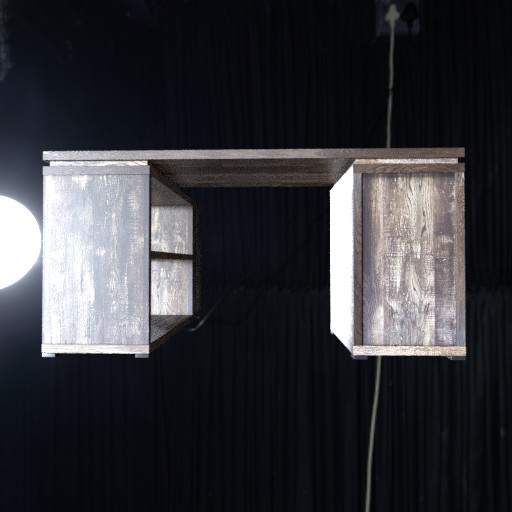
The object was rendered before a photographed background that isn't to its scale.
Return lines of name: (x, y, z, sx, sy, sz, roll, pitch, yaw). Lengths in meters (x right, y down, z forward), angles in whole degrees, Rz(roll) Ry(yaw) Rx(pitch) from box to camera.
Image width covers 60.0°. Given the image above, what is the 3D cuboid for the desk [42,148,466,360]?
desk: (0.000, 0.000, 2.196, 1.524, 0.753, 1.200, 0, -1, 2)
